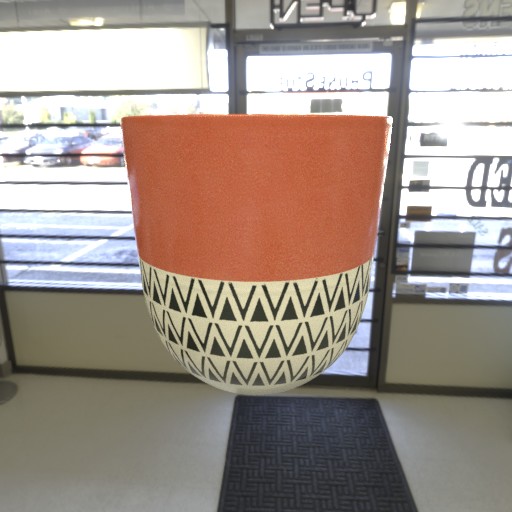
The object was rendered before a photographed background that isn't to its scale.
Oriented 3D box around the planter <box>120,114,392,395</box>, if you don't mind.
[{"bbox_3d":[0.000,0.000,0.359,0.195,0.214,0.195,0,16,0],"label":"planter"}]
